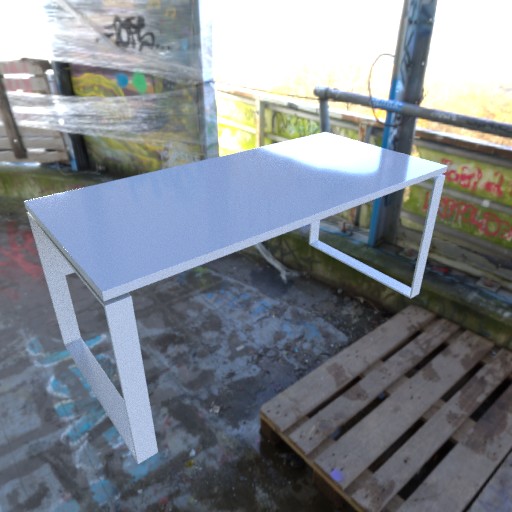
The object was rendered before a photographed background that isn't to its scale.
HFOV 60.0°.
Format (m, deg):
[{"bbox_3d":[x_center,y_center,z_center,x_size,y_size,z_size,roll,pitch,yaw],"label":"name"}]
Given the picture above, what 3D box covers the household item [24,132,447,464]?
[{"bbox_3d":[0.000,0.000,2.118,1.700,0.745,0.800,-22,36,-33],"label":"household item"}]
